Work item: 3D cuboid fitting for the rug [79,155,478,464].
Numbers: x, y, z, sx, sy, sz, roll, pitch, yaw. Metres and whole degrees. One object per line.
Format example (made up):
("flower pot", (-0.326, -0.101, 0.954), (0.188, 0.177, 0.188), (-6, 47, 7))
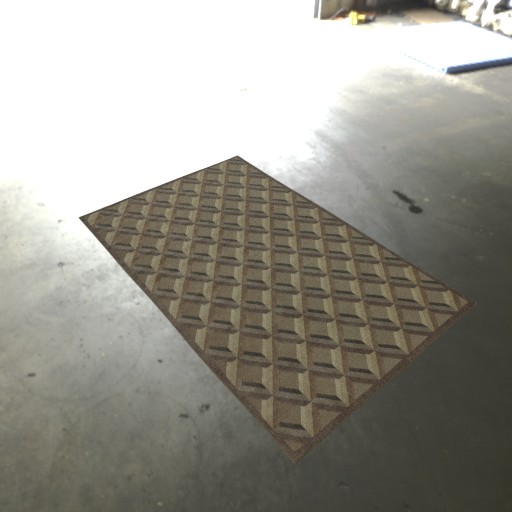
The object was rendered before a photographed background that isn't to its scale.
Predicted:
("rug", (0.000, 0.000, 2.115), (1.066, 0.011, 1.677), (-28, 49, -28))
